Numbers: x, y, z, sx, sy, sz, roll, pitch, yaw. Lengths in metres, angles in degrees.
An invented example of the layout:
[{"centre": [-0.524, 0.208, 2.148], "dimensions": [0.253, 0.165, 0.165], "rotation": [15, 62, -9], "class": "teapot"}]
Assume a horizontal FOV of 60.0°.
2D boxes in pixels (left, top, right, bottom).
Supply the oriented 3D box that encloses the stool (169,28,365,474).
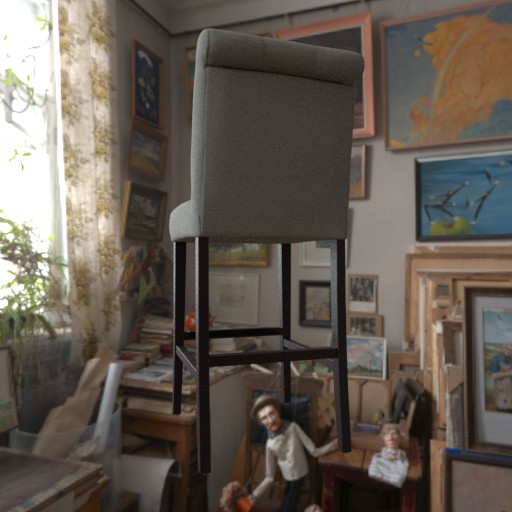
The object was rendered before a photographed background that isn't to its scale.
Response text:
[{"centre": [0.000, 0.000, 1.418], "dimensions": [0.493, 1.140, 0.601], "rotation": [0, -1, -18], "class": "stool"}]
